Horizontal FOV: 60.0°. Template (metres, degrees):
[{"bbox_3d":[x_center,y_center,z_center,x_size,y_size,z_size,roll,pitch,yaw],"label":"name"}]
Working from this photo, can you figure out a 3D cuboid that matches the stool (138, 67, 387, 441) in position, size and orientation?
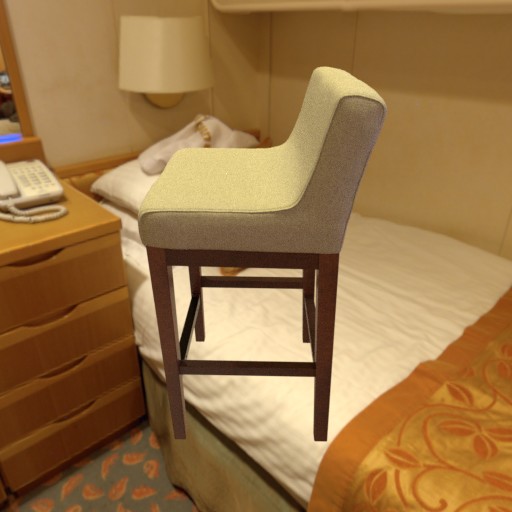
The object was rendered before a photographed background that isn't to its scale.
[{"bbox_3d":[0.000,0.000,1.229,0.500,0.937,0.511,1,28,1],"label":"stool"}]
